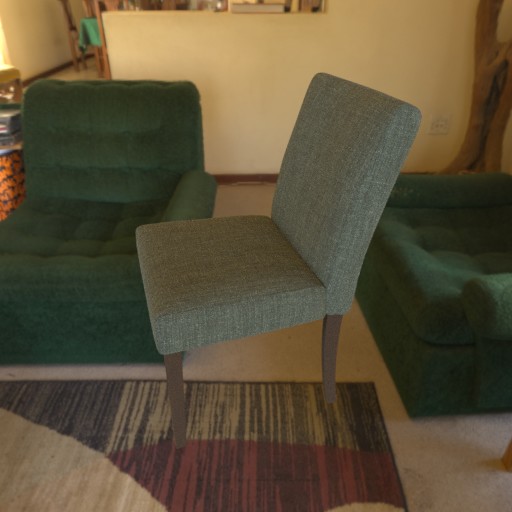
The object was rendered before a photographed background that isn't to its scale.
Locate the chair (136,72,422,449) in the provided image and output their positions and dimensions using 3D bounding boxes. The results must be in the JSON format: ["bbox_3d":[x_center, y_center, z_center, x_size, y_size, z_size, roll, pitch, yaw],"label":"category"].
[{"bbox_3d":[0.000,0.000,1.249,0.629,0.884,0.487,-10,33,-15],"label":"chair"}]
